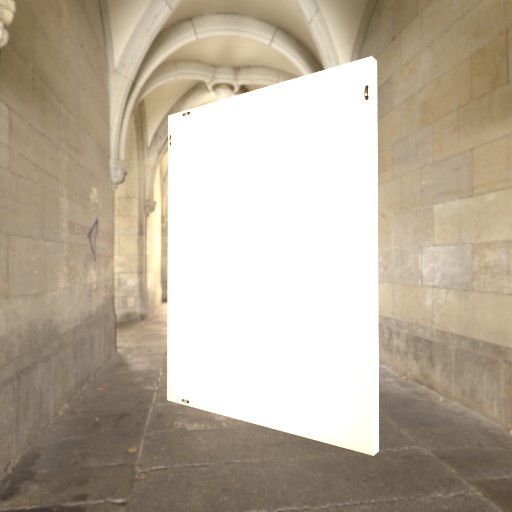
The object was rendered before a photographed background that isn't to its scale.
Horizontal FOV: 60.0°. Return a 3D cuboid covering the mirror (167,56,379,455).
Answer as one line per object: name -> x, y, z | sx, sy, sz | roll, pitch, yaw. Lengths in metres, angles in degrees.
mirror -> 0.000, 0.000, 1.367 | 0.762, 1.016, 0.040 | -1, -1, 37
